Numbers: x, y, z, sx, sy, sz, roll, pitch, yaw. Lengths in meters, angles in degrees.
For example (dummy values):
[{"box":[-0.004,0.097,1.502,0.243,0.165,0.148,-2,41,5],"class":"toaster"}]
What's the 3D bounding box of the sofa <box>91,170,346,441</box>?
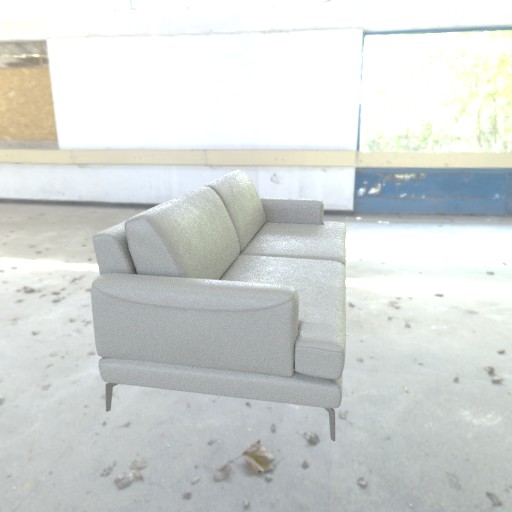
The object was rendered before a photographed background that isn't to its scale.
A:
[{"box":[0.000,0.000,2.431,0.974,0.765,1.940,3,17,11],"class":"sofa"}]
